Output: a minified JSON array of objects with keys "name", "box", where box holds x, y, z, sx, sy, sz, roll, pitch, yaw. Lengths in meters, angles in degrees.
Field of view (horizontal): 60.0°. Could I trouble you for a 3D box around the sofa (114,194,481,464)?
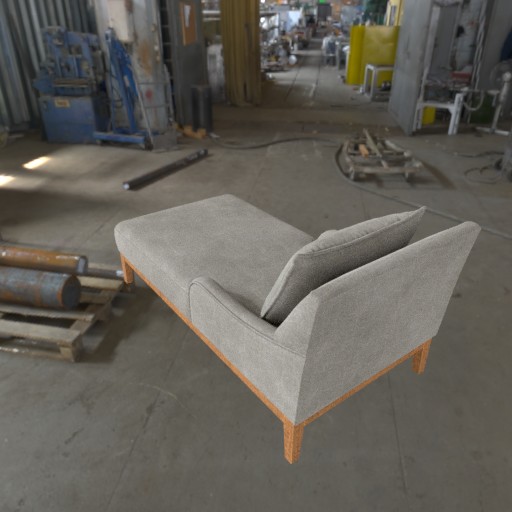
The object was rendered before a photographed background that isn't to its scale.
[{"name":"sofa","box":[0.000,0.000,2.308,0.894,0.859,1.779,-20,35,-31]}]
